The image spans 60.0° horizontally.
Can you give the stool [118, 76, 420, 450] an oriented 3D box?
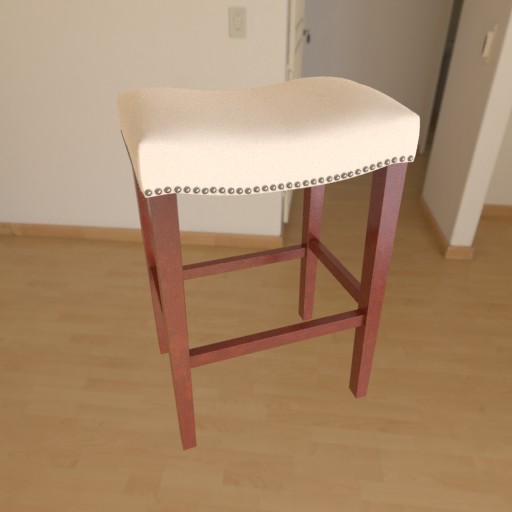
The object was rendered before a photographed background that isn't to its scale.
[{"bbox_3d":[0.000,0.000,1.034,0.504,0.742,0.372,-10,33,-16],"label":"stool"}]
